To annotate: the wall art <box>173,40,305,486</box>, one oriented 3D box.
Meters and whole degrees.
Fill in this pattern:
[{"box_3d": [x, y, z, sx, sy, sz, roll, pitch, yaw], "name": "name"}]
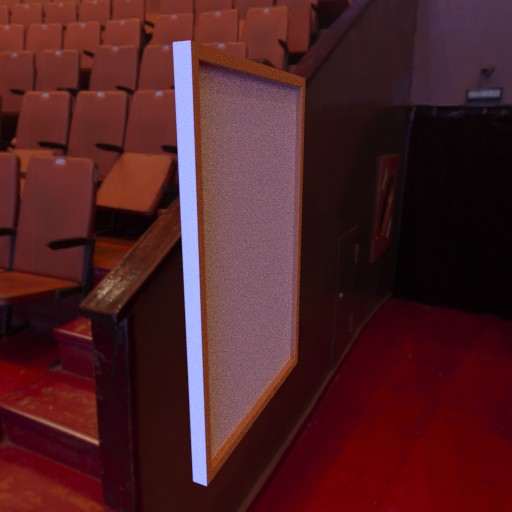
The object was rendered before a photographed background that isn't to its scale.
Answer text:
[{"box_3d": [0.000, 0.000, 1.146, 0.037, 0.916, 0.610, 7, 17, 24], "name": "wall art"}]
